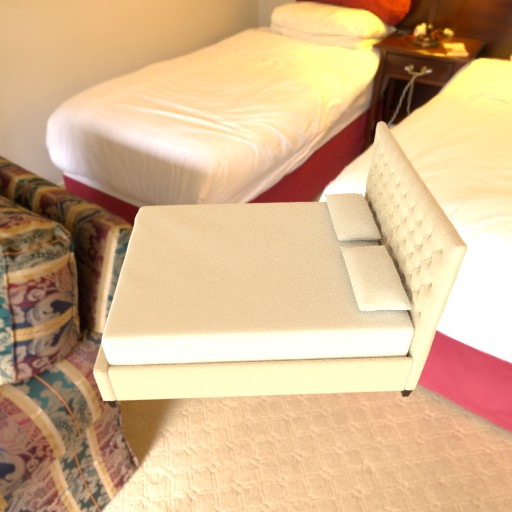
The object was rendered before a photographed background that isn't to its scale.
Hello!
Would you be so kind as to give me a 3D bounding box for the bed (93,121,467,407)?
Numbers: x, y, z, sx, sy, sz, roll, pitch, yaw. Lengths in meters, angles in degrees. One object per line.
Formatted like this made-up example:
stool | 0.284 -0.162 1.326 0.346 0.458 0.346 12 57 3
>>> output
bed | 0.000 0.000 3.411 2.233 1.426 1.696 -2 39 -2
